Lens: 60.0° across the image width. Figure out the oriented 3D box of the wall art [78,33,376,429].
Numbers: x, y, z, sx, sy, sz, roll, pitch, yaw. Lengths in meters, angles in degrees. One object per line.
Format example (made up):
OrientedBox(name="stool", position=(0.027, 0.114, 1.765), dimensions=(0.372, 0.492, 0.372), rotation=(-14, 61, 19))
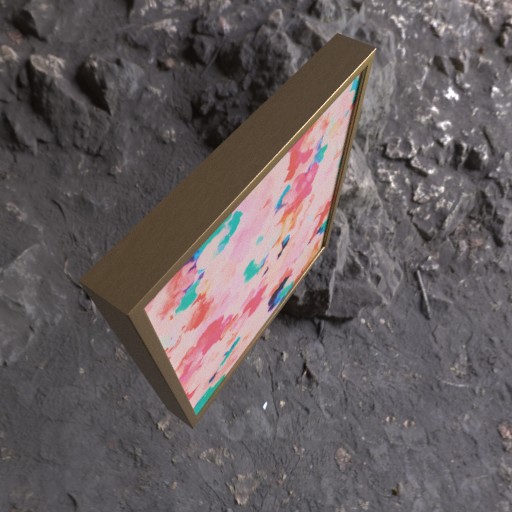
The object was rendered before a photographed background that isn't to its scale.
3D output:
OrientedBox(name="wall art", position=(0.000, 0.000, 0.445), dimensions=(0.038, 0.305, 0.304), rotation=(31, 63, 18))
